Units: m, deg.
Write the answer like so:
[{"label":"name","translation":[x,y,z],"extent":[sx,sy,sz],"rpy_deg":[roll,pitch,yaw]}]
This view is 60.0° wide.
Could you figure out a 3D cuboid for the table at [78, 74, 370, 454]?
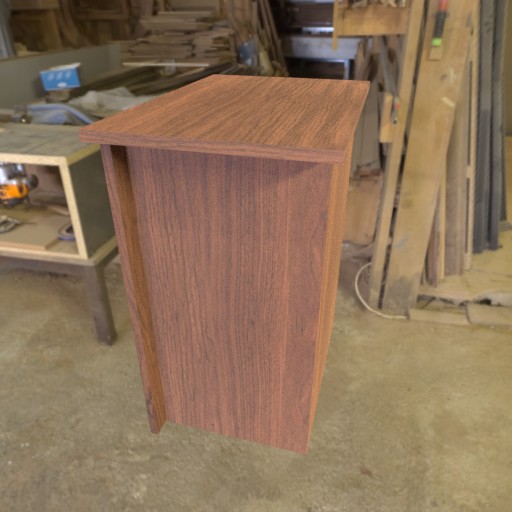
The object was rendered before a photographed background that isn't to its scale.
[{"label":"table","translation":[0.000,0.000,1.050],"extent":[0.406,0.711,0.589],"rpy_deg":[8,31,14]}]
